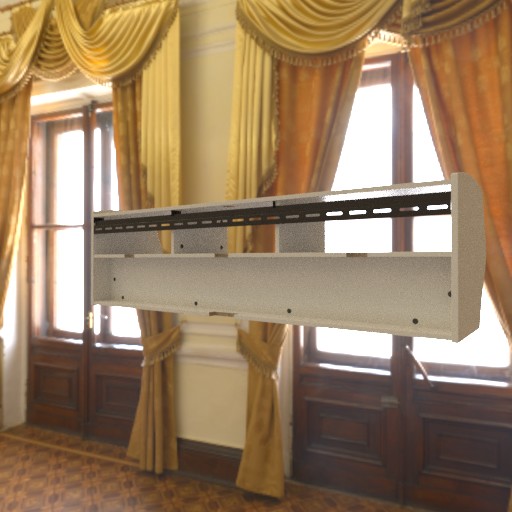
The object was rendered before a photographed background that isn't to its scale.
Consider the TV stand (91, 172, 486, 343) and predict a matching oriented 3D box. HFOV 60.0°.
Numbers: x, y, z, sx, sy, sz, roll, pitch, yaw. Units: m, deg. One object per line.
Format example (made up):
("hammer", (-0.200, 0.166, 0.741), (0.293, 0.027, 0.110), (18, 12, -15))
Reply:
("TV stand", (0.000, 0.000, 1.644), (1.473, 0.424, 0.397), (0, 0, 36))
